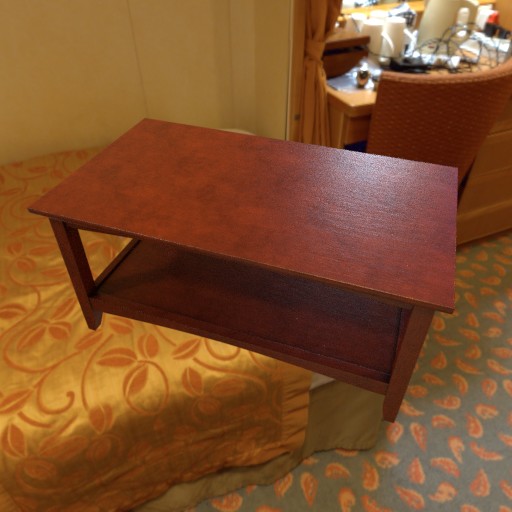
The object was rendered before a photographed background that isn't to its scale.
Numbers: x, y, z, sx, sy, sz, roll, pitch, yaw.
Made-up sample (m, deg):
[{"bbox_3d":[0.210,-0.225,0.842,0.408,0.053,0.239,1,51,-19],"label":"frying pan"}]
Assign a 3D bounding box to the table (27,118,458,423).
[{"bbox_3d":[0.000,0.000,1.247,0.943,0.456,0.533,13,43,15],"label":"table"}]
